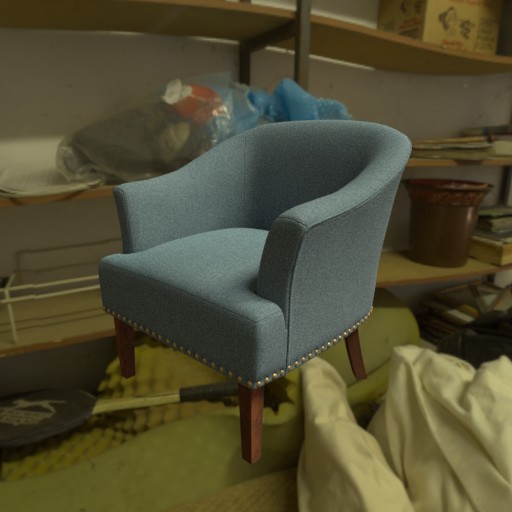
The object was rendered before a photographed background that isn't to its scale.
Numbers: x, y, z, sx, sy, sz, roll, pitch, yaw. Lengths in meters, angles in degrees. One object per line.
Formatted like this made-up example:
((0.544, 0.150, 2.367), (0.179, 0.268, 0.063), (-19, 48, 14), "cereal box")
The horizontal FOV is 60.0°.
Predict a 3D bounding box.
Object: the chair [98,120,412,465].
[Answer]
((0.000, 0.000, 1.365), (0.772, 0.815, 0.704), (14, 21, 41), "chair")
